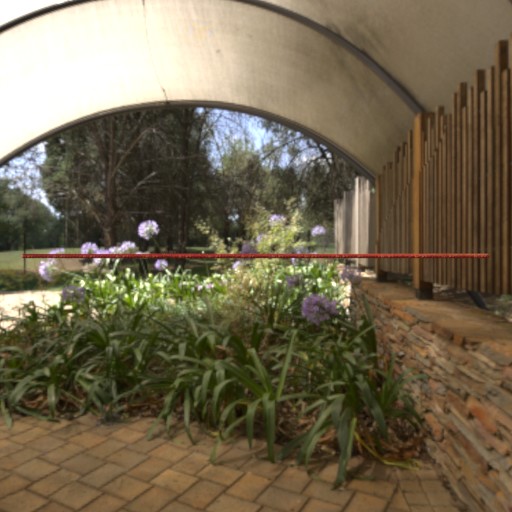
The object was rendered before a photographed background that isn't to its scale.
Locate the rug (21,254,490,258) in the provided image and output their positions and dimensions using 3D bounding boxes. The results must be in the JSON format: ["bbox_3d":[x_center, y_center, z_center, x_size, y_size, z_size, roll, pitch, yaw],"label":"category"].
[{"bbox_3d":[0.000,0.000,3.893,2.905,0.028,2.340,0,0,0],"label":"rug"}]
